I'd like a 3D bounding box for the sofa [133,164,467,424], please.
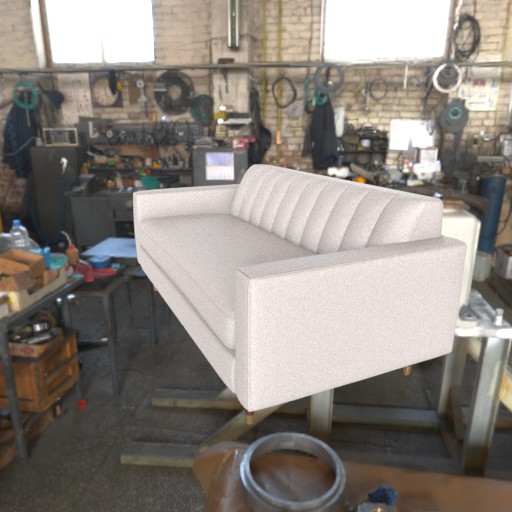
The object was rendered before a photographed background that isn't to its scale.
[{"bbox_3d":[0.000,0.000,2.402,0.969,0.814,1.895,-8,19,-24],"label":"sofa"}]
